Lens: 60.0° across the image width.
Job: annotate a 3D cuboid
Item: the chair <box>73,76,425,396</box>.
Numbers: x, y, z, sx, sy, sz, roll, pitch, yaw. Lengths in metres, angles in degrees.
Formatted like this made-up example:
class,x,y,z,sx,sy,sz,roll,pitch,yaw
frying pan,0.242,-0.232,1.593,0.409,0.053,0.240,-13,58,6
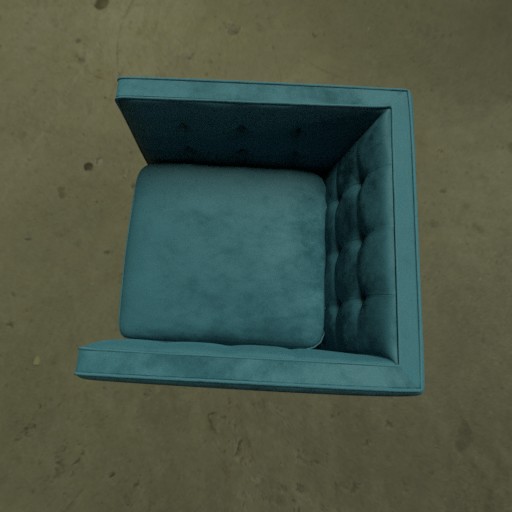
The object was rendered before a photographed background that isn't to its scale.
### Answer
class,x,y,z,sx,sy,sz,roll,pitch,yaw
chair,0.000,0.000,1.553,0.894,0.790,0.880,3,76,1
